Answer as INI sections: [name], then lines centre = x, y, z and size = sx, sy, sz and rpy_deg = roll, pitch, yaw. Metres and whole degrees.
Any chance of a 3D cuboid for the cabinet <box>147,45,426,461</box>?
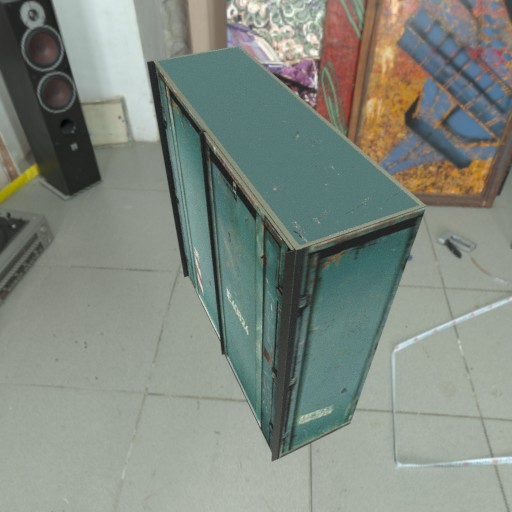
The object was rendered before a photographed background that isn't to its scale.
[cabinet]
centre = 0.000, 0.000, 3.202
size = 0.680, 2.160, 2.000
rpy_deg = -18, 48, -17
